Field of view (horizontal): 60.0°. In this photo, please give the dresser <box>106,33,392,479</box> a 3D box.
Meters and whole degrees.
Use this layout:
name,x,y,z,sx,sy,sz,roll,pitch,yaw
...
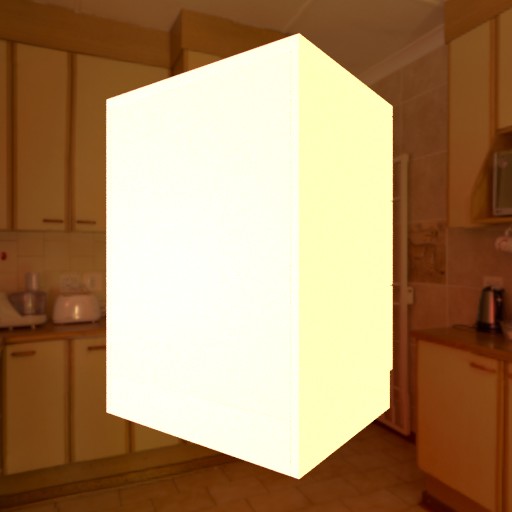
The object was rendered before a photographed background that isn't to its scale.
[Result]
name,x,y,z,sx,sy,sz,roll,pitch,yaw
dresser,0.000,0.000,0.819,0.400,0.560,0.360,0,0,36
